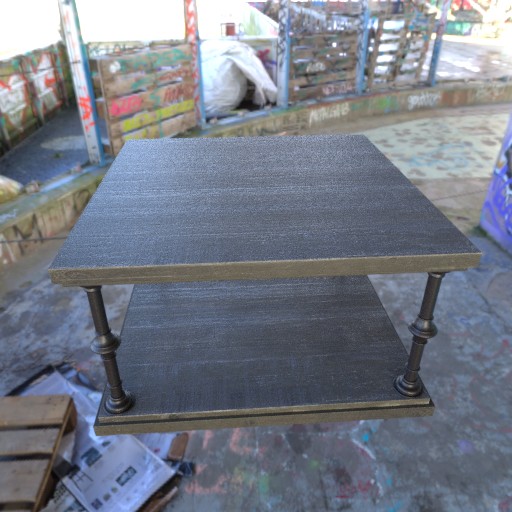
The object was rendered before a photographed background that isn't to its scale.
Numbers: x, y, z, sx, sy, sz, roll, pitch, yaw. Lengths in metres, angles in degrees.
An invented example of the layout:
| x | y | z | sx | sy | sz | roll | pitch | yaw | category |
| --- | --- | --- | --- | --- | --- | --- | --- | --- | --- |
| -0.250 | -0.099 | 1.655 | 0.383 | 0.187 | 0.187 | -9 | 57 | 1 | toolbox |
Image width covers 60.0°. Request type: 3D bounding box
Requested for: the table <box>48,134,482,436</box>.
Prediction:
| x | y | z | sx | sy | sz | roll | pitch | yaw | category |
| --- | --- | --- | --- | --- | --- | --- | --- | --- | --- |
| 0.000 | 0.000 | 1.108 | 0.696 | 0.400 | 0.696 | -2 | 31 | -4 | table |
